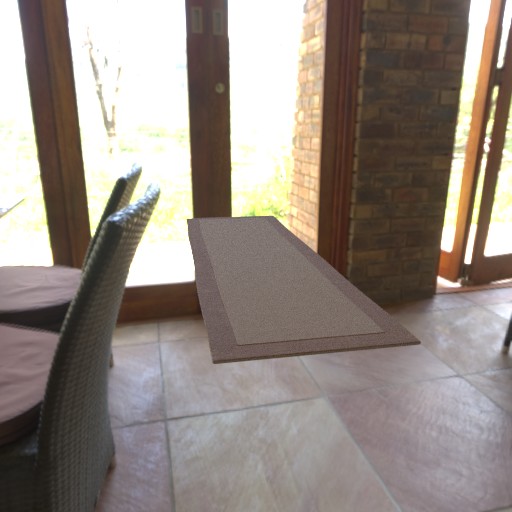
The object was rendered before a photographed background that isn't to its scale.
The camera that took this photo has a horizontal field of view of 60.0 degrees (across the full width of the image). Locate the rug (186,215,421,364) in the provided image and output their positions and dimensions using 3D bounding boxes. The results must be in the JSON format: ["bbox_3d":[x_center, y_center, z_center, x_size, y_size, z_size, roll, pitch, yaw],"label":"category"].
[{"bbox_3d":[0.000,0.000,2.680,0.767,0.012,2.430,-3,17,-10],"label":"rug"}]
